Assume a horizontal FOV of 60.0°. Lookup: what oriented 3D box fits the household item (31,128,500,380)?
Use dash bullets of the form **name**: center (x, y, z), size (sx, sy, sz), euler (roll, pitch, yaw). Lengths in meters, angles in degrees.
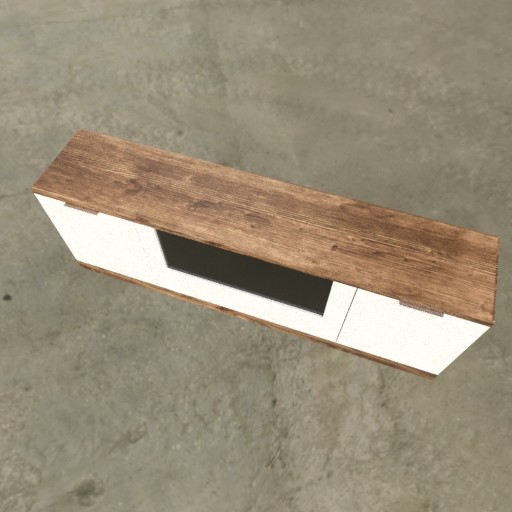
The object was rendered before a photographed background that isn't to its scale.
- **household item**: center (0.000, 0.000, 1.979), size (1.800, 0.615, 0.390), euler (16, 59, 10)
